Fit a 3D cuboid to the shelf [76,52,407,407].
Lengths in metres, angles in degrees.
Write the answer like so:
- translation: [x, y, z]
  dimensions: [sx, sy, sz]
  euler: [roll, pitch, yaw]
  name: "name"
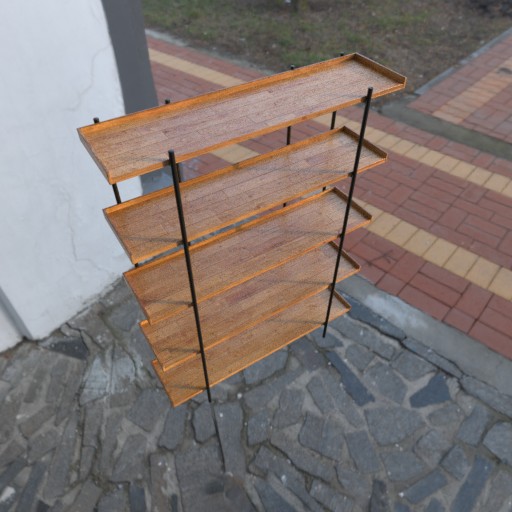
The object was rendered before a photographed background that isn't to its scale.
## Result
- translation: [0.000, 0.000, 2.449]
  dimensions: [1.371, 1.826, 0.379]
  euler: [-24, 50, -22]
  name: "shelf"
